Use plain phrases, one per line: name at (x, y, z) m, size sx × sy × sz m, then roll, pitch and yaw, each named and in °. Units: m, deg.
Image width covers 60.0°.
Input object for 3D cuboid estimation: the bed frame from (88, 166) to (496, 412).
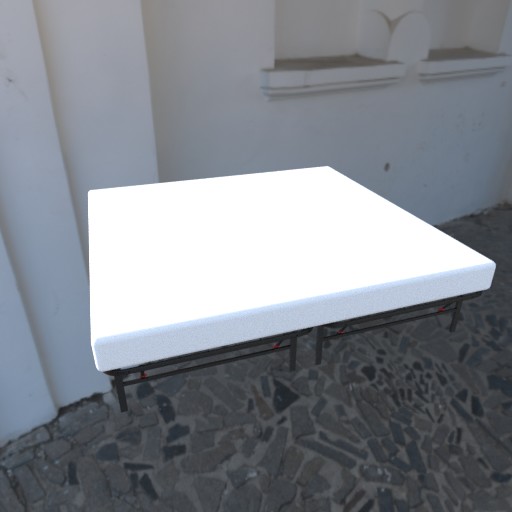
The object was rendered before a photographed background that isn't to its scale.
bed frame at (0.000, 0.000, 2.957) m, size 2.033 × 0.525 × 1.935 m, roll -9°, pitch 29°, yaw -17°
